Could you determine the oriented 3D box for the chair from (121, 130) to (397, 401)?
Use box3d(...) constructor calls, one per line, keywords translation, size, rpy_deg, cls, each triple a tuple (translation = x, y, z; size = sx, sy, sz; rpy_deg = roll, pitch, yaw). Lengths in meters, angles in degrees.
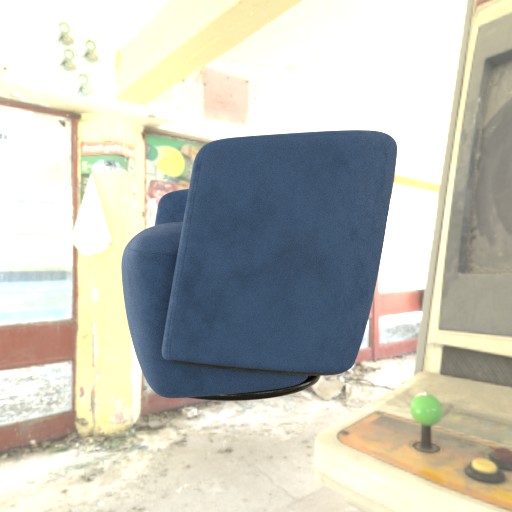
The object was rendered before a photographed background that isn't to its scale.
box3d(translation=(0.000, 0.000, 1.327), size=(0.767, 0.698, 0.773), rpy_deg=(0, -1, -18), cls="chair")
